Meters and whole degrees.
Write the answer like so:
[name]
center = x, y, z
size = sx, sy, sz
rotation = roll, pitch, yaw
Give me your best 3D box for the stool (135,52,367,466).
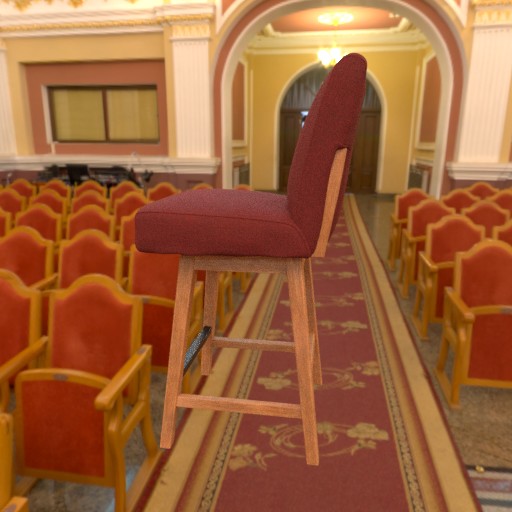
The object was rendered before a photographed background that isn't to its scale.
[stool]
center = 0.000, 0.000, 1.307
size = 0.562, 1.038, 0.468
rotation = 2, 15, 9
